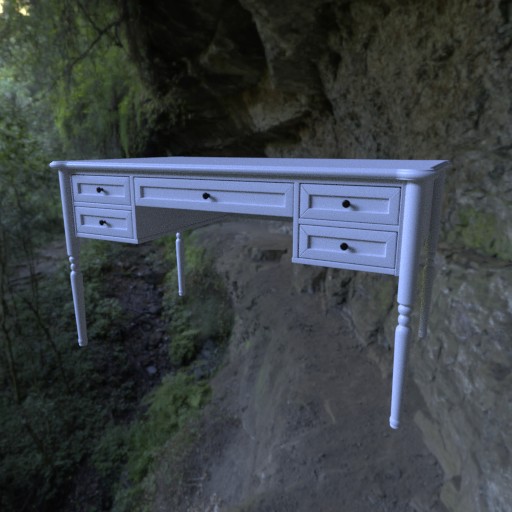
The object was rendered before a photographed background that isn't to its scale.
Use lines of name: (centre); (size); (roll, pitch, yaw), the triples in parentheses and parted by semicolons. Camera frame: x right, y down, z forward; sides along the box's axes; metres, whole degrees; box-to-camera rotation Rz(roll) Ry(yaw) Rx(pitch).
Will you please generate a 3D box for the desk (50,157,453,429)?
desk: (0.000, 0.000, 1.813); (1.380, 0.762, 0.807); (7, 16, 25)
